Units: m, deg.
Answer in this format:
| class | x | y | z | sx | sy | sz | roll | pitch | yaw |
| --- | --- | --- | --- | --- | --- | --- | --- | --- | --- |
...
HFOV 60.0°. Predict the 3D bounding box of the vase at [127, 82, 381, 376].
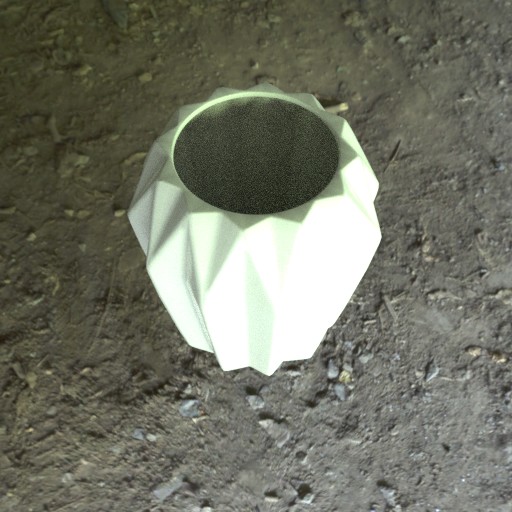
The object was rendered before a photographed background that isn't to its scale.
| class | x | y | z | sx | sy | sz | roll | pitch | yaw |
| --- | --- | --- | --- | --- | --- | --- | --- | --- | --- |
| vase | 0.000 | 0.000 | 0.409 | 0.195 | 0.275 | 0.195 | 0 | 58 | 0 |
